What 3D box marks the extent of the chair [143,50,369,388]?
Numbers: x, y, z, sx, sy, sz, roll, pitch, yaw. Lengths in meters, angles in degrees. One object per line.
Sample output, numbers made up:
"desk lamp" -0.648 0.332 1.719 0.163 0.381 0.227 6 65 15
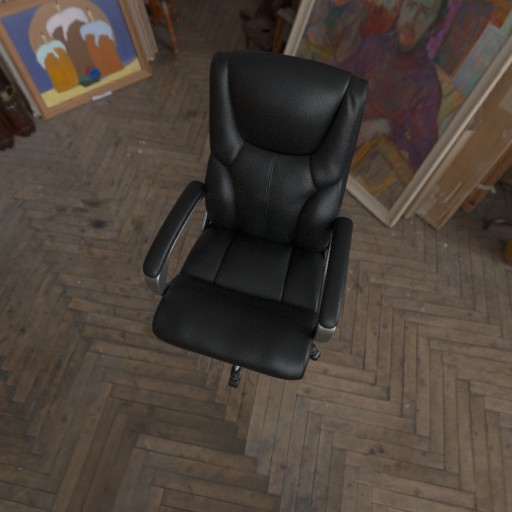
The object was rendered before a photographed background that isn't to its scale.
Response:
"chair" 0.000 0.000 1.600 0.663 1.155 0.739 15 60 9
